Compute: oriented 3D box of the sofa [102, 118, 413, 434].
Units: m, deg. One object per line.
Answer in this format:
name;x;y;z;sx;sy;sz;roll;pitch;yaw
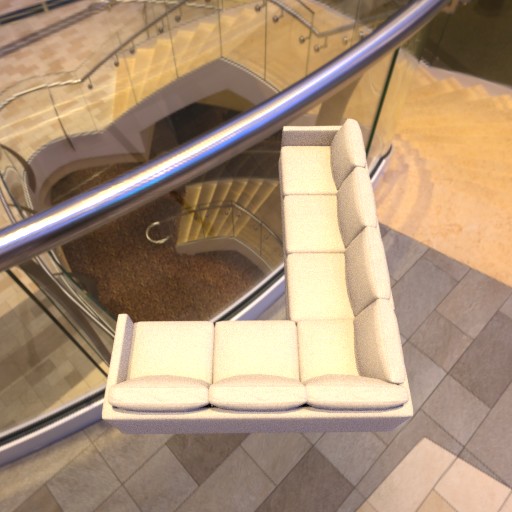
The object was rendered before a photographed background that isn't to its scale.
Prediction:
sofa;0.000;0.000;4.556;2.522;0.934;3.333;0;58;0
